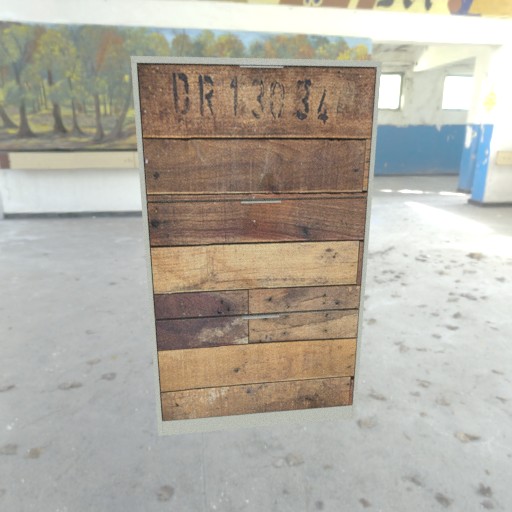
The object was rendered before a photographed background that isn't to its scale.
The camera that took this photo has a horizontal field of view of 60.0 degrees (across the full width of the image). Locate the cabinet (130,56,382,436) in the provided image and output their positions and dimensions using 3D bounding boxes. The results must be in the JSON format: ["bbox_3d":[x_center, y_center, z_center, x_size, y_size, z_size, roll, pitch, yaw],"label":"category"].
[{"bbox_3d":[0.000,0.000,1.594,0.750,1.280,0.250,-2,17,-7],"label":"cabinet"}]
